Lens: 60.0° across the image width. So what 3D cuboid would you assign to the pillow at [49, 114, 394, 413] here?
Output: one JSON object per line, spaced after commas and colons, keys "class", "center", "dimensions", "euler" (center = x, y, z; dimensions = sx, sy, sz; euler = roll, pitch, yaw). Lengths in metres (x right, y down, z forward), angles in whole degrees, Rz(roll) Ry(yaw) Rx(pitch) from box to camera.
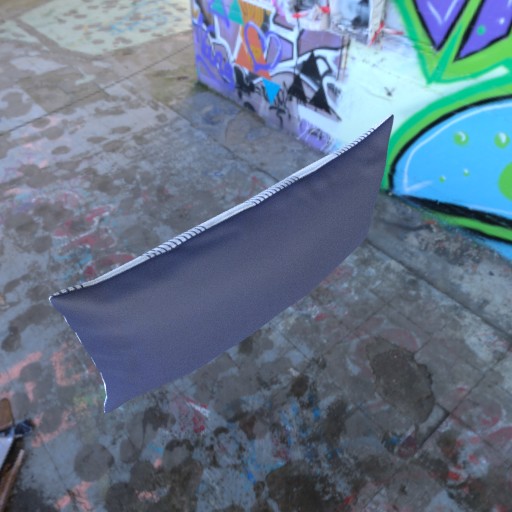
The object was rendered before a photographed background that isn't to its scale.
{"class": "pillow", "center": [0.000, 0.000, 0.717], "dimensions": [0.610, 0.287, 0.151], "euler": [-32, 54, -27]}
